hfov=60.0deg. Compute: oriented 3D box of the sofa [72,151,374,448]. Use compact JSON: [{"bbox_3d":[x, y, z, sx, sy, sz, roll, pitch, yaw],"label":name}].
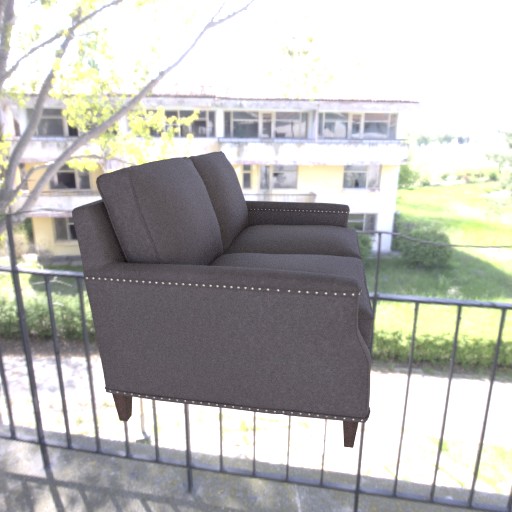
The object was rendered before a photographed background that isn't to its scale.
[{"bbox_3d":[0.000,0.000,2.266,1.084,1.003,1.597,3,16,10],"label":"sofa"}]
